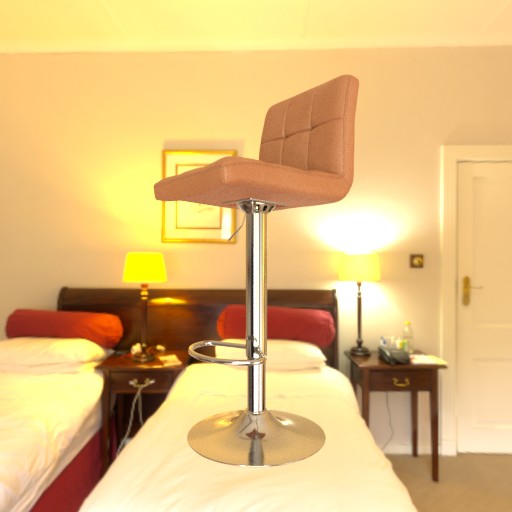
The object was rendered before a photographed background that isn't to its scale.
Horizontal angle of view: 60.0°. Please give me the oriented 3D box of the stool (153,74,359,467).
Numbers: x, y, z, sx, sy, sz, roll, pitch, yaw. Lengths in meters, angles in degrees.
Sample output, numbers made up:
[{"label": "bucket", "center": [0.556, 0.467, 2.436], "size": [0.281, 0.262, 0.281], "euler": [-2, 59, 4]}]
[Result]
[{"label": "stool", "center": [0.000, 0.000, 1.371], "size": [0.505, 1.115, 0.430], "euler": [0, 0, -36]}]
